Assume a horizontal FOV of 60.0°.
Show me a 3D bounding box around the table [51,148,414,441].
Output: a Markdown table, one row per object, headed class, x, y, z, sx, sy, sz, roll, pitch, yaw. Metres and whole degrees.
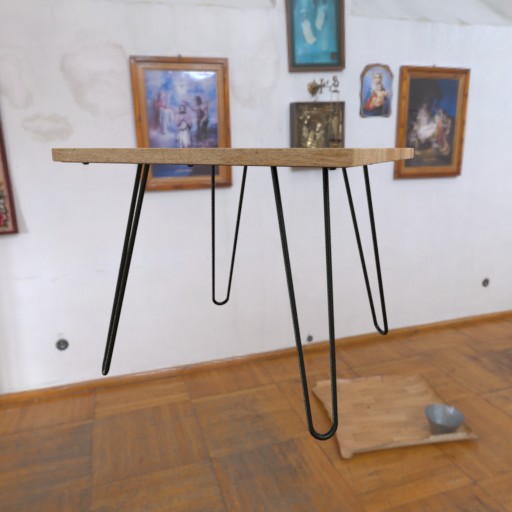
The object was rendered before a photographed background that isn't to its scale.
| class | x | y | z | sx | sy | sz | roll | pitch | yaw |
| --- | --- | --- | --- | --- | --- | --- | --- | --- | --- |
| table | 0.000 | 0.000 | 1.056 | 0.599 | 0.500 | 0.599 | 7 | 15 | 26 |
